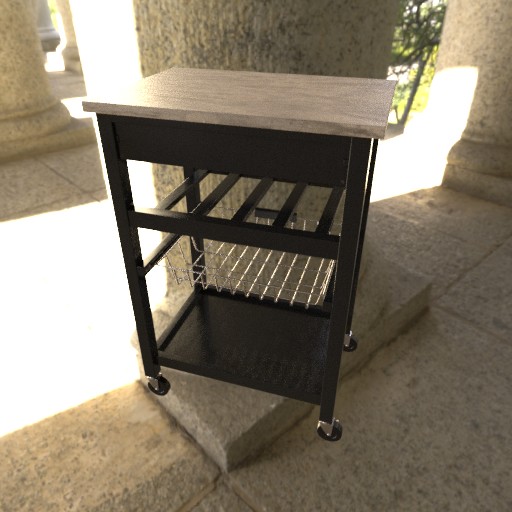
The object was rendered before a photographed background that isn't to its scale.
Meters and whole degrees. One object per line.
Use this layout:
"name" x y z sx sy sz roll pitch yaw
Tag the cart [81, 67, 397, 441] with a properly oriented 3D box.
"cart" 0.000 0.000 1.169 0.584 0.839 0.403 10 33 15
